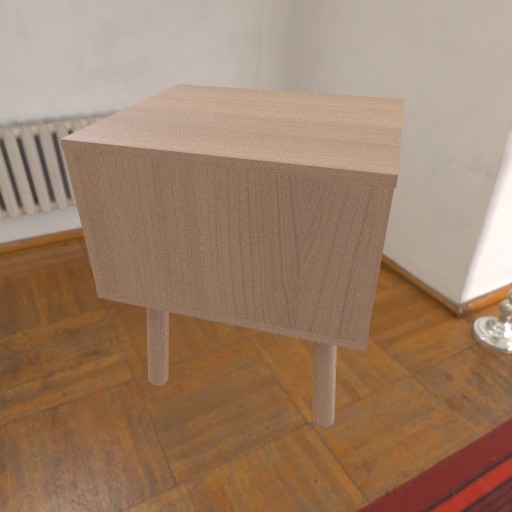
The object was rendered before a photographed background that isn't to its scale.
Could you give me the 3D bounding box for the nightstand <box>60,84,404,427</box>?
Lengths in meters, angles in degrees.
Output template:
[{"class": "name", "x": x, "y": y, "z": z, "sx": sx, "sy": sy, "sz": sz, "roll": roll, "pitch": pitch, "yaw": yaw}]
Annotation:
[{"class": "nightstand", "x": 0.000, "y": 0.000, "z": 0.851, "sx": 0.450, "sy": 0.530, "sz": 0.380, "roll": 9, "pitch": 34, "yaw": 14}]
